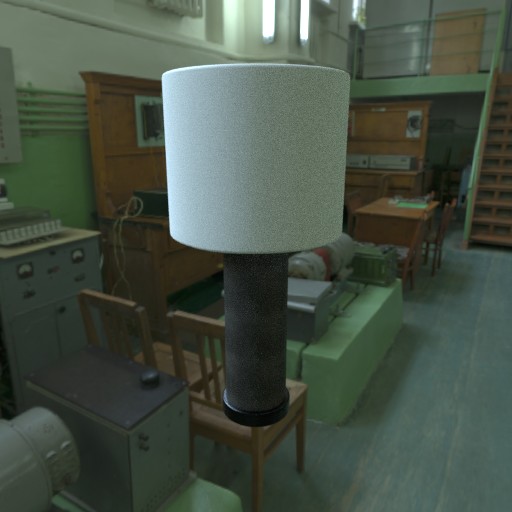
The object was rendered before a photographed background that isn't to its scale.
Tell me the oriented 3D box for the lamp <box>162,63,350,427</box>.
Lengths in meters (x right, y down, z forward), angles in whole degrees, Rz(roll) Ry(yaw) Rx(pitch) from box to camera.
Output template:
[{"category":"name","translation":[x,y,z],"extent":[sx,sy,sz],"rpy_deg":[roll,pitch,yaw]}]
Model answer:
[{"category":"lamp","translation":[0.000,0.000,0.815],"extent":[0.305,0.634,0.305],"rpy_deg":[8,18,27]}]
